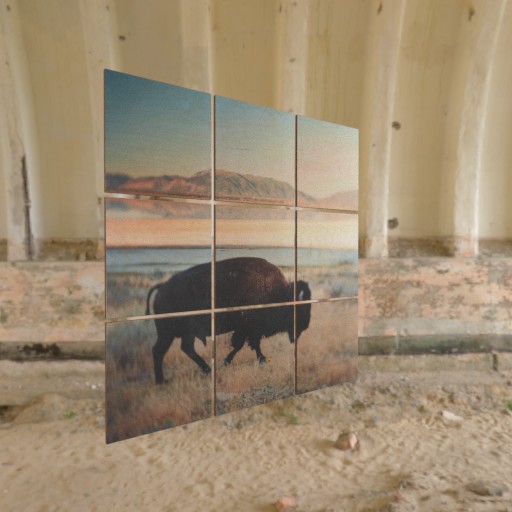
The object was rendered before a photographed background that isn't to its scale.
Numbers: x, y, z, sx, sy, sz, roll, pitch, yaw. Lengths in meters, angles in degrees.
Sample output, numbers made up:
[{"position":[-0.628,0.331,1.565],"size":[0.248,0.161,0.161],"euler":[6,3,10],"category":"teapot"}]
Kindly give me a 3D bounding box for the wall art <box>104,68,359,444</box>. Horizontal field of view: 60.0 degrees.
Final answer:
[{"position":[0.000,0.000,1.803],"size":[1.221,1.218,0.019],"euler":[-1,1,-36],"category":"wall art"}]
